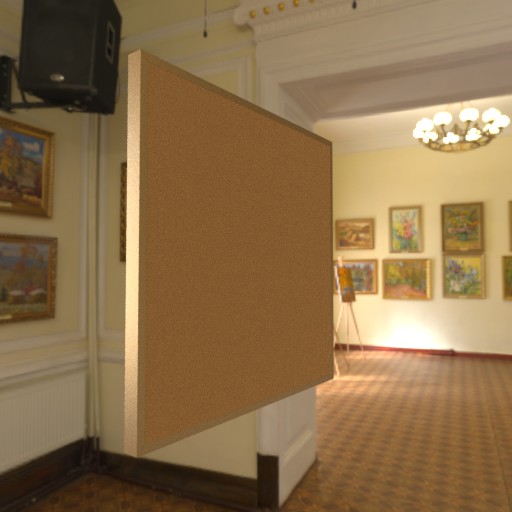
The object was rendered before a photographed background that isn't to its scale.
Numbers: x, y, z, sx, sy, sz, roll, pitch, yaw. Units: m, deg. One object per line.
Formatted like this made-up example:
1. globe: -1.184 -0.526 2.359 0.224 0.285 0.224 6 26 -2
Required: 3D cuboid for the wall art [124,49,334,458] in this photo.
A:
1. wall art: 0.000 0.000 1.138 0.038 0.762 0.762 -2 -3 38
